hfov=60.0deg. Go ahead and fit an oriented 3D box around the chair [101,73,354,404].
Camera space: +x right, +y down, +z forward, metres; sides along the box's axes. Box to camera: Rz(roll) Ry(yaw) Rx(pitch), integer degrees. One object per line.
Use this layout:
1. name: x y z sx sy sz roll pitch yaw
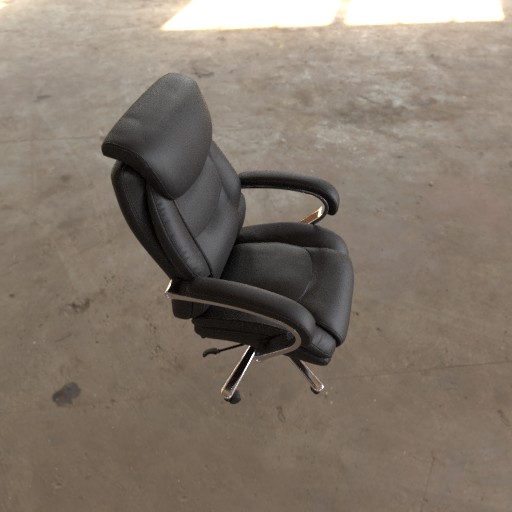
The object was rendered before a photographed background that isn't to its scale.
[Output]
1. chair: 0.000 0.000 1.718 0.790 1.183 0.755 10 46 10
